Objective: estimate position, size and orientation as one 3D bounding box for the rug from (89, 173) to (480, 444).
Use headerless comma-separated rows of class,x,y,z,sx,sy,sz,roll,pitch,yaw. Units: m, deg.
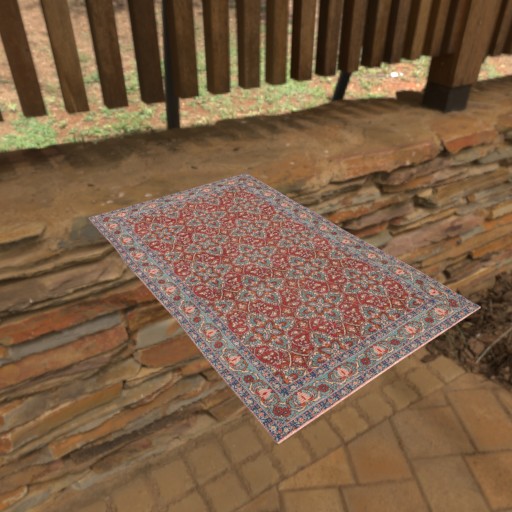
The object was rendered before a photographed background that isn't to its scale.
rug,0.000,0.000,3.073,1.533,0.011,2.439,-22,39,-29
